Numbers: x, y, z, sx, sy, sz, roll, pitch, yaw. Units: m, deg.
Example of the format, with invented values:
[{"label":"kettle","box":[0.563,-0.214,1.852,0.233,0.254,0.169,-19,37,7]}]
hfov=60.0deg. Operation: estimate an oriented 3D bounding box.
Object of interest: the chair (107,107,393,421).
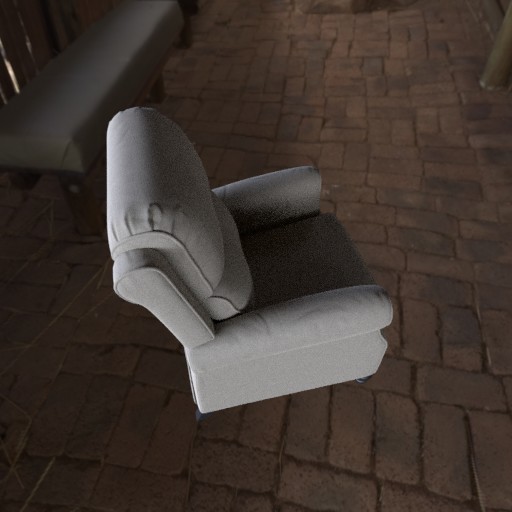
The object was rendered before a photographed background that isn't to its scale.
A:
[{"label":"chair","box":[0.000,0.000,1.719,0.919,1.046,0.859,-10,47,-9]}]
